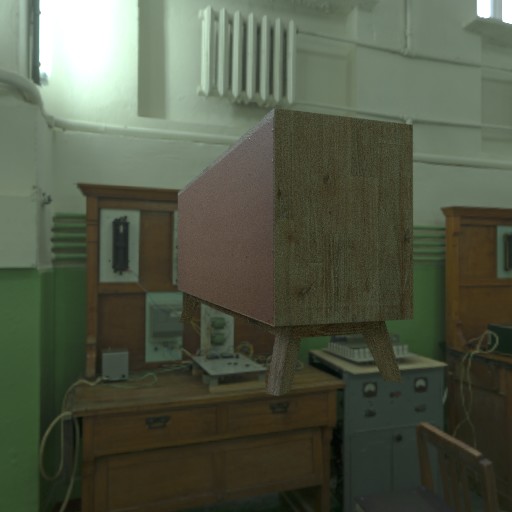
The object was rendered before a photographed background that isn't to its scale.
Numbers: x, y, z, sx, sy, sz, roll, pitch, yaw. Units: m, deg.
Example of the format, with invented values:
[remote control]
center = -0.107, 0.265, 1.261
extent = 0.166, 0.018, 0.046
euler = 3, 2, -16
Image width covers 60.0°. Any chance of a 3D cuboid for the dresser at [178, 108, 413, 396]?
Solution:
[dresser]
center = 0.000, 0.000, 2.028
extent = 0.455, 0.788, 1.602
euler = 0, -1, -19
